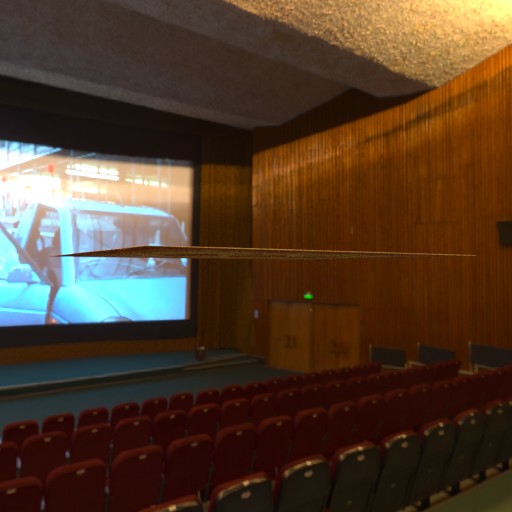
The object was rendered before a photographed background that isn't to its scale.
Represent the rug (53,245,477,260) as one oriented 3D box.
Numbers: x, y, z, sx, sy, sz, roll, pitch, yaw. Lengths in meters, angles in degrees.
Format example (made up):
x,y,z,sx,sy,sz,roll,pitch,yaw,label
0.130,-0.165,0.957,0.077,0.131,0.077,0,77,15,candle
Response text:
x,y,z,sx,sy,sz,roll,pitch,yaw,label
0.000,0.000,4.058,3.067,0.005,2.460,1,-2,-35,rug
